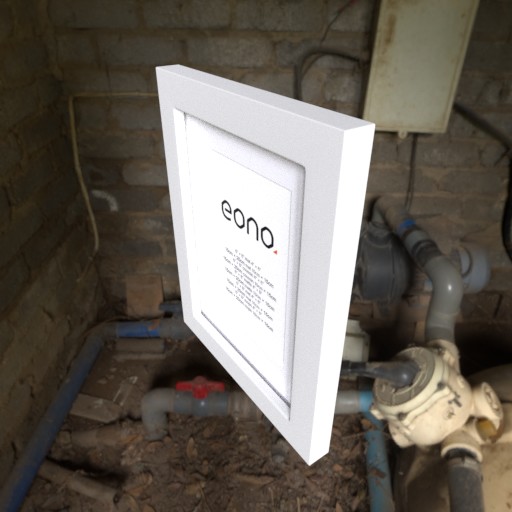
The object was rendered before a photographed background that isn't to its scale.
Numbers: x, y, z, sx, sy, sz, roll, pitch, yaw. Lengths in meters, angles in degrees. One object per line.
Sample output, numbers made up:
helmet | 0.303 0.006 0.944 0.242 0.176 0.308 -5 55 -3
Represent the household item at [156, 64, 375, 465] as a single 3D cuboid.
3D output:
household item | 0.000 0.000 0.342 0.045 0.250 0.200 -21 38 -29
